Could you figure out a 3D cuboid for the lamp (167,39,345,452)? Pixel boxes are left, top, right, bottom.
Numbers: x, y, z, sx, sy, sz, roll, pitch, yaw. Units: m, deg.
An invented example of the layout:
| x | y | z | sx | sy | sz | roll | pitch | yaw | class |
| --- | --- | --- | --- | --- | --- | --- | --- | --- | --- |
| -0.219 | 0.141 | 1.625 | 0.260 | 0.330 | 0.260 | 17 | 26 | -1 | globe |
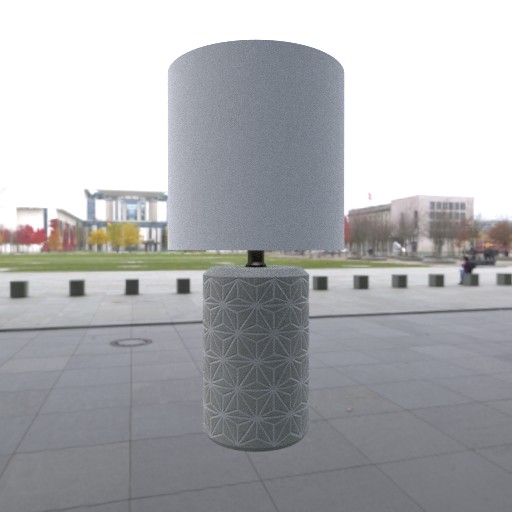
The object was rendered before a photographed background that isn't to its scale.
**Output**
| x | y | z | sx | sy | sz | roll | pitch | yaw | class |
| --- | --- | --- | --- | --- | --- | --- | --- | --- | --- |
| 0.000 | 0.000 | 0.528 | 0.206 | 0.416 | 0.206 | 0 | 1 | -1 | lamp |
